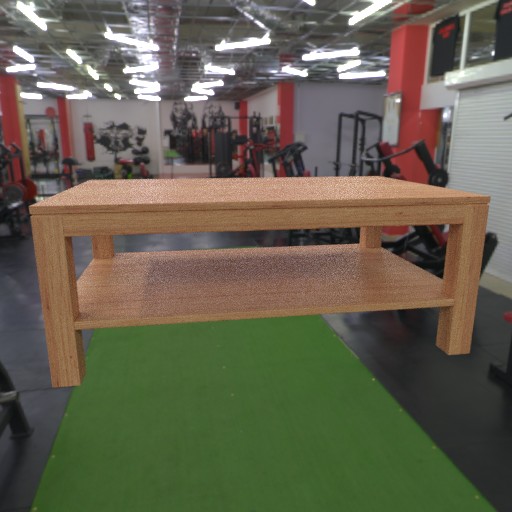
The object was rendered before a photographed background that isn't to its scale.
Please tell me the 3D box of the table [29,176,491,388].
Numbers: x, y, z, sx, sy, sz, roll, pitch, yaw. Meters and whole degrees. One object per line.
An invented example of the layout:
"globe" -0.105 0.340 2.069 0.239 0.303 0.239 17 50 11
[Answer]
"table" 0.000 0.000 1.472 1.146 0.457 0.695 -2 15 -9
